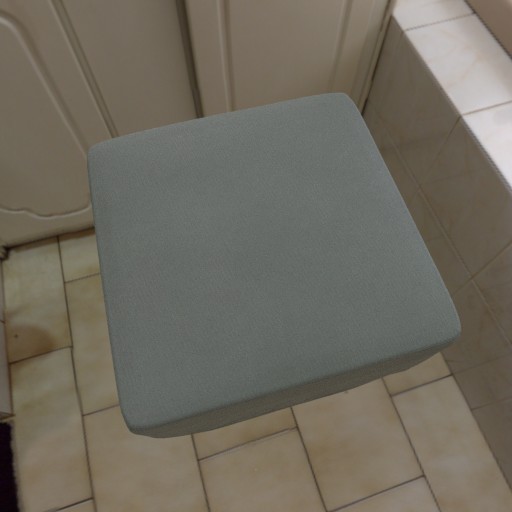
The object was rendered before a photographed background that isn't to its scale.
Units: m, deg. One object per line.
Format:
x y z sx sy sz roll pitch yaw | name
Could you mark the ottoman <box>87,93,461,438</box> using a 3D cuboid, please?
0.000 0.000 1.326 0.842 0.441 0.843 -14 65 -7 | ottoman
